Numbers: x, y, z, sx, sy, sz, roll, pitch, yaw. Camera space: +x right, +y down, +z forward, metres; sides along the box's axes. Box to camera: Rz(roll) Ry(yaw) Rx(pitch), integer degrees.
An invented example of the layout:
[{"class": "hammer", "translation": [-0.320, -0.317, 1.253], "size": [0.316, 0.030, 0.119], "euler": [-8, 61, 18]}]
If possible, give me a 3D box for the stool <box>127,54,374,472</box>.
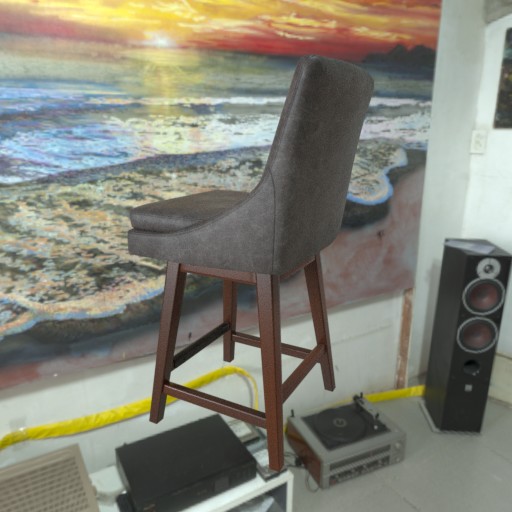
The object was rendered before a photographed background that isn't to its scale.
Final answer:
[{"class": "stool", "translation": [0.000, 0.000, 1.352], "size": [0.587, 1.046, 0.492], "euler": [8, 18, 27]}]
